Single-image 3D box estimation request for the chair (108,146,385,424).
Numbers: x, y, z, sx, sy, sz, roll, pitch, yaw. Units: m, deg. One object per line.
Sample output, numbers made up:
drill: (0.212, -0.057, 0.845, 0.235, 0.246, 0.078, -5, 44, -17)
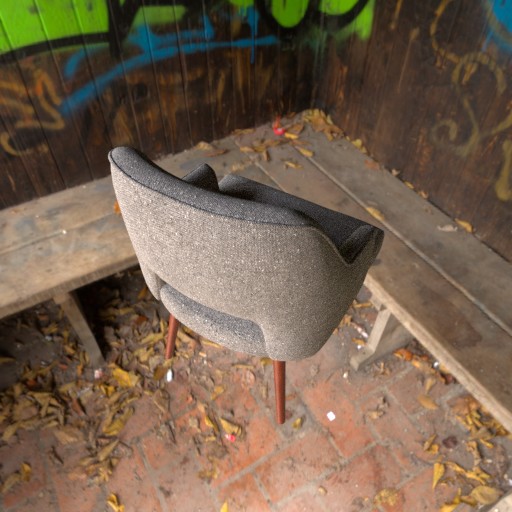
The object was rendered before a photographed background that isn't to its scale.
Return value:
chair: (0.000, 0.000, 1.288, 0.608, 0.875, 0.629, 24, 52, 20)
